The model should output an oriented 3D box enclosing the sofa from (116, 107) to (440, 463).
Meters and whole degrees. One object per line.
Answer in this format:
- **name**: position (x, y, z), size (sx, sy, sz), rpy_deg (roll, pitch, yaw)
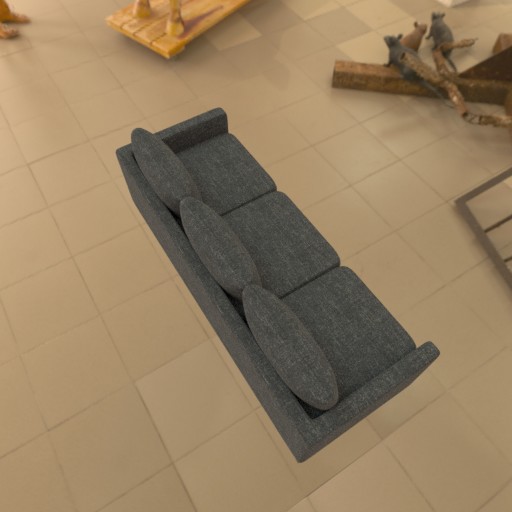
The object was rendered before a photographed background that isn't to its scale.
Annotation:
- **sofa**: position (0.000, 0.000, 2.788), size (0.859, 0.874, 2.218), rpy_deg (-28, 62, -17)
